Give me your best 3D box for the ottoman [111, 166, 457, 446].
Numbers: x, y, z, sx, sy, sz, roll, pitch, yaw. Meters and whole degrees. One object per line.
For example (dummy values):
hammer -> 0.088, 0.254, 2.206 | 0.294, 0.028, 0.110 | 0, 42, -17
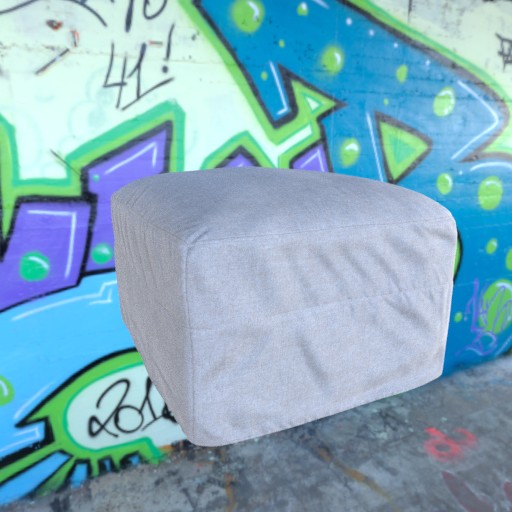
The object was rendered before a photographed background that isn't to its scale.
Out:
ottoman -> 0.000, 0.000, 1.232 | 0.683, 0.481, 0.837 | -7, 17, -25
